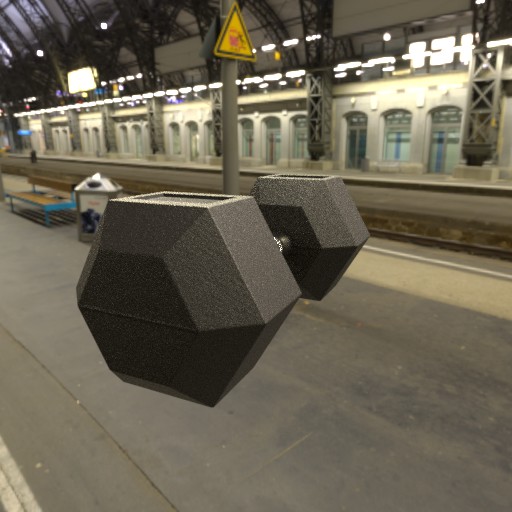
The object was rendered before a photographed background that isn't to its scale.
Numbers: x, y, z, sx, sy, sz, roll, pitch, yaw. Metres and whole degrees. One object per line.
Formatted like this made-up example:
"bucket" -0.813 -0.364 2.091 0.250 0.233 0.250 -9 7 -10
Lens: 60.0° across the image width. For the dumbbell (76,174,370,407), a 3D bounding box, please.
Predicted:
"dumbbell" 0.000 0.000 0.332 0.122 0.106 0.271 7 16 25
